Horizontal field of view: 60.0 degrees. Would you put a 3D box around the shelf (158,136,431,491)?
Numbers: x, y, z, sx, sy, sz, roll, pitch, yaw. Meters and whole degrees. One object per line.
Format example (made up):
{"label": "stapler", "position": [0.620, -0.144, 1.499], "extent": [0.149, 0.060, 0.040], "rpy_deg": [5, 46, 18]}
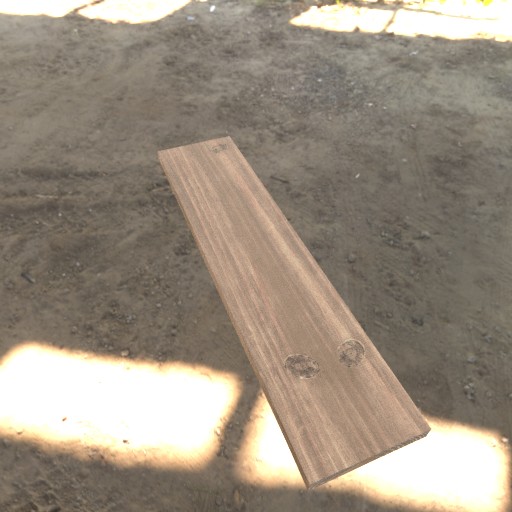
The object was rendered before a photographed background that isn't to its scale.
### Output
{"label": "shelf", "position": [0.000, 0.000, 0.638], "extent": [0.140, 0.020, 0.610], "rpy_deg": [-16, 48, -15]}
